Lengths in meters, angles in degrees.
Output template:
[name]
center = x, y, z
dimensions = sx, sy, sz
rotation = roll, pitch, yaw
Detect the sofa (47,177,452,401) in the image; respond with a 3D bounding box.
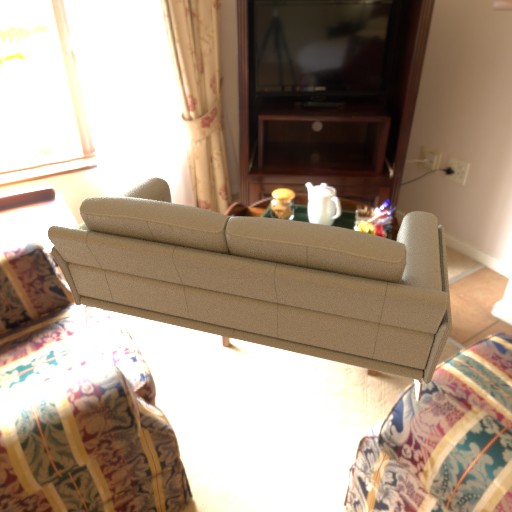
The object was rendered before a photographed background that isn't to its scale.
[sofa]
center = 0.000, 0.000, 2.636
dimensions = 2.101, 0.930, 1.049
rotation = 10, 33, 15
